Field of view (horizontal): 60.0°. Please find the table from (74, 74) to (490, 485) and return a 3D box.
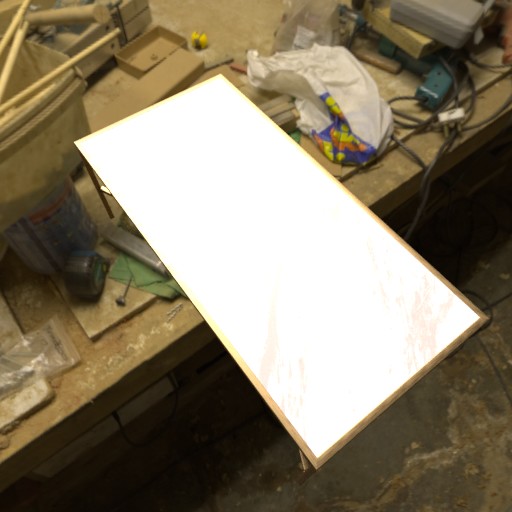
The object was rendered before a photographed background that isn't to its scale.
[{"bbox_3d":[0.000,0.000,1.443,0.577,0.405,1.197,-33,64,-18],"label":"table"}]
